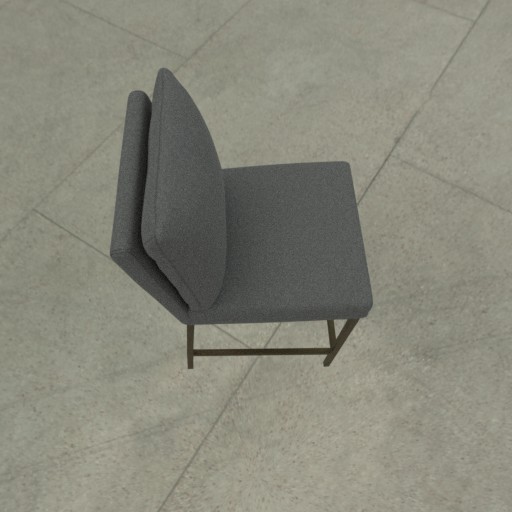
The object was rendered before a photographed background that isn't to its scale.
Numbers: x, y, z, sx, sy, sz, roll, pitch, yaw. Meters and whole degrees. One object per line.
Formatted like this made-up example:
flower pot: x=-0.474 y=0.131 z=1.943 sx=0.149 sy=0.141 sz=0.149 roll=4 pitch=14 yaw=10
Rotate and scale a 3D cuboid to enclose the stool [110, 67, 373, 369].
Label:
stool: x=0.000 y=0.000 z=1.316 sx=0.569 sy=1.030 sz=0.463 roll=-2 pitch=63 yaw=-1
